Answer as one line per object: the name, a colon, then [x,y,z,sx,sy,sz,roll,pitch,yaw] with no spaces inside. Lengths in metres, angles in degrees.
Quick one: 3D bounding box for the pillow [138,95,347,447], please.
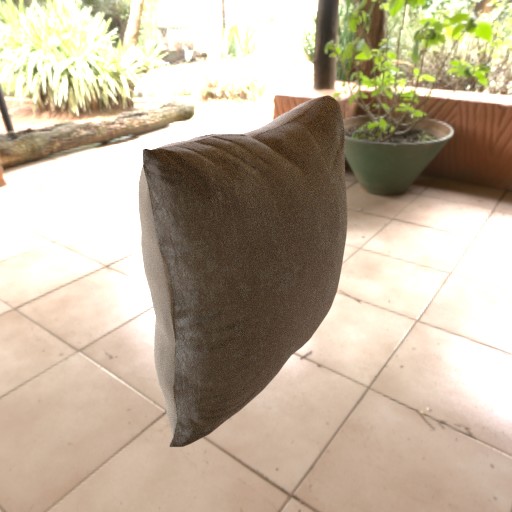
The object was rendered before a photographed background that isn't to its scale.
pillow: [0.000,0.000,0.718,0.245,0.448,0.450,19,33,31]
